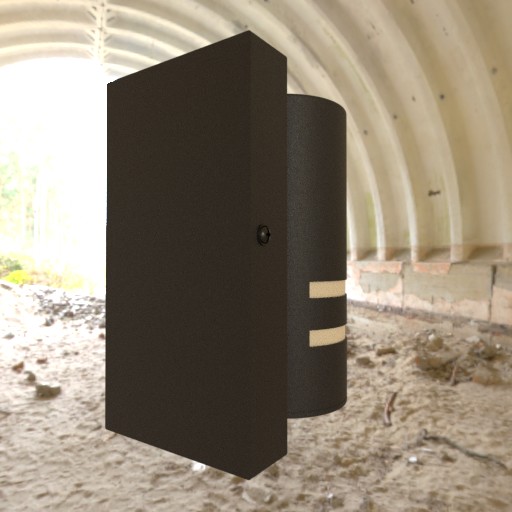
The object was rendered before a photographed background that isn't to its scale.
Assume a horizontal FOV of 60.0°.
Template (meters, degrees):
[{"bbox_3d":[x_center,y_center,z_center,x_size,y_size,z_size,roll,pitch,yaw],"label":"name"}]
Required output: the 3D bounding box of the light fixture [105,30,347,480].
[{"bbox_3d":[0.000,0.000,0.258,0.098,0.179,0.138,0,-1,35],"label":"light fixture"}]
